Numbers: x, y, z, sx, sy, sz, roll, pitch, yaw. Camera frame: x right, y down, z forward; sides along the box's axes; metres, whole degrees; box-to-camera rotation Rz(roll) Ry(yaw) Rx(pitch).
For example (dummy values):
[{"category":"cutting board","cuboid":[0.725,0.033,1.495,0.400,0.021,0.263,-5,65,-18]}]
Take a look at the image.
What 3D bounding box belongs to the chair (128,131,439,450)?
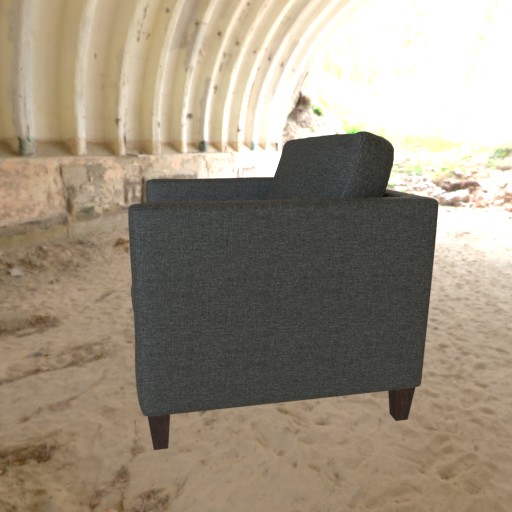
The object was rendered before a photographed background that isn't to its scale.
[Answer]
[{"category":"chair","cuboid":[0.000,0.000,1.823,0.959,0.963,1.107,-3,14,-11]}]
